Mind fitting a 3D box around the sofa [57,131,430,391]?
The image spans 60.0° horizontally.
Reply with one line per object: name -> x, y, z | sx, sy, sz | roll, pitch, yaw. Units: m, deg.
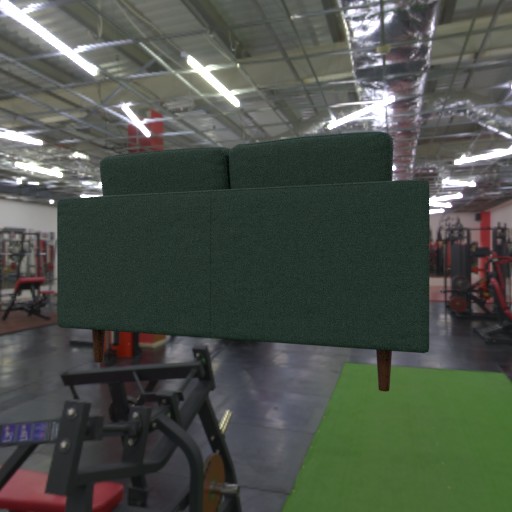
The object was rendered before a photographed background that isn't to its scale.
sofa -> 0.000, 0.000, 1.997 | 1.430, 0.899, 0.879 | 0, 0, 20
